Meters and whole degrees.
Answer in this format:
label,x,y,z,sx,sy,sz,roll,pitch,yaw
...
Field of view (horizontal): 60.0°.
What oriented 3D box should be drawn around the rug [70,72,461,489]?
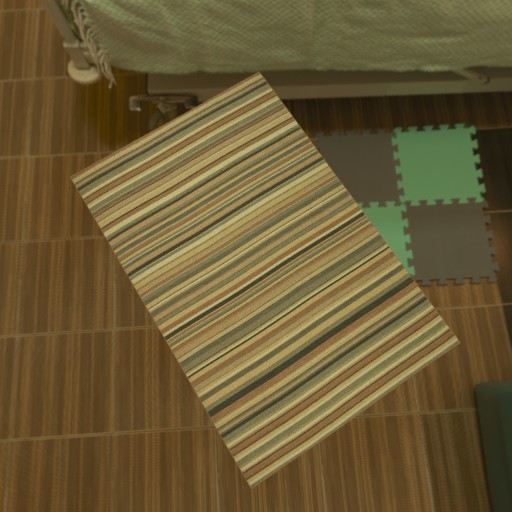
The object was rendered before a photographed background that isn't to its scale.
label,x,y,z,sx,sy,sz,roll,pitch,yaw
rug,0.000,0.000,2.287,1.219,0.008,1.829,-32,78,-8
